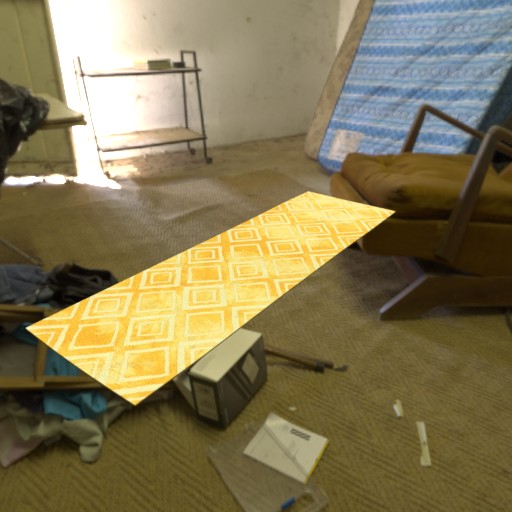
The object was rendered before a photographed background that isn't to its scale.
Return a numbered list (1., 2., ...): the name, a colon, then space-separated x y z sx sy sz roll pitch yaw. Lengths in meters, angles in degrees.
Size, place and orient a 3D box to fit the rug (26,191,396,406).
1. rug: 0.000 0.000 2.649 0.775 0.010 2.438 19 32 33
